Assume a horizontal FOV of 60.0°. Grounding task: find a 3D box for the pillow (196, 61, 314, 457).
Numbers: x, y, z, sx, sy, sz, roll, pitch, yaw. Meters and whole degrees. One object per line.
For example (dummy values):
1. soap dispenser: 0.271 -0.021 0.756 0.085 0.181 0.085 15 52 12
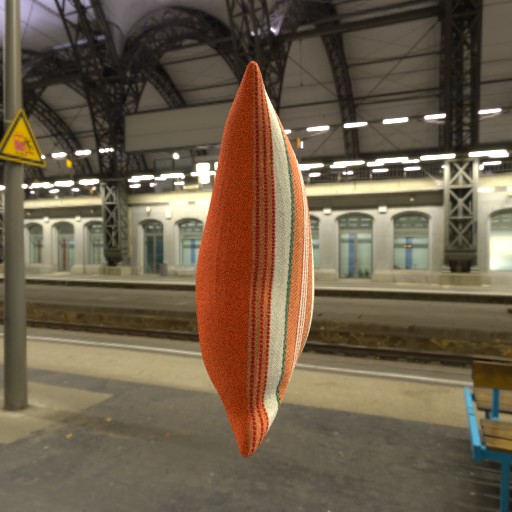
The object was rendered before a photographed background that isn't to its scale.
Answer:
1. pillow: 0.000 0.000 0.701 0.182 0.441 0.440 0 1 1
